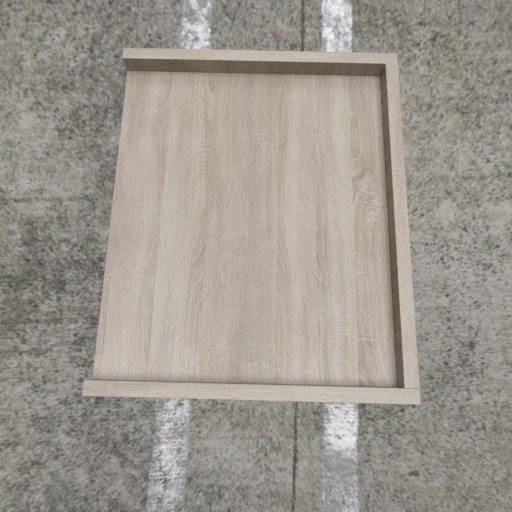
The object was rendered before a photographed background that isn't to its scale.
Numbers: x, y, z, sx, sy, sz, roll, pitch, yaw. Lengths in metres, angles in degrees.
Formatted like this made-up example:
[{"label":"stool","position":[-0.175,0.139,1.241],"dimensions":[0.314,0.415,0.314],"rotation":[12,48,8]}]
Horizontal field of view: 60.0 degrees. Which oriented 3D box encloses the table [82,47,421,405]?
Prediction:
[{"label":"table","position":[0.000,0.000,0.768],"dimensions":[0.370,0.470,0.450],"rotation":[1,75,0]}]
